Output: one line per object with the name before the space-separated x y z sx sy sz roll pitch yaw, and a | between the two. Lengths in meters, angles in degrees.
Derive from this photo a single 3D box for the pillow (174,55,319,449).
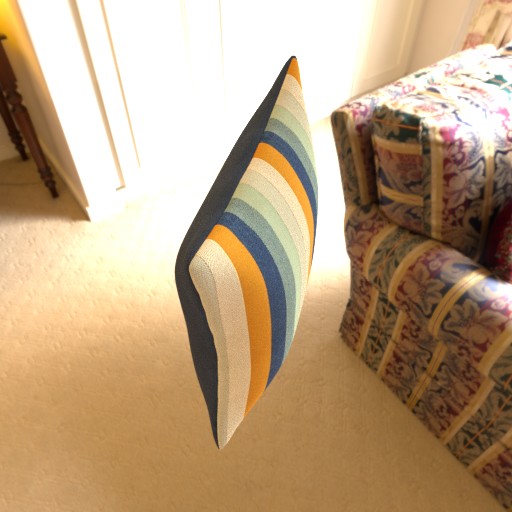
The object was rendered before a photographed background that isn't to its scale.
pillow | 0.000 0.000 0.714 0.173 0.454 0.463 11 48 10
